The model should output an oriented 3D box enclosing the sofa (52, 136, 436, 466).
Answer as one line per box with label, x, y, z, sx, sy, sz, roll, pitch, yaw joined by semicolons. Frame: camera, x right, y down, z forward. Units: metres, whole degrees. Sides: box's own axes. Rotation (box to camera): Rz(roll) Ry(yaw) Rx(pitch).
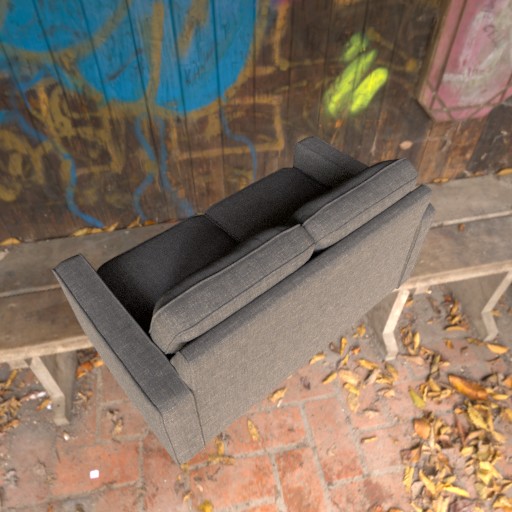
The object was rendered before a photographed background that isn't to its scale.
sofa;0.000;0.000;2.259;1.709;0.918;0.947;-32;55;-26
